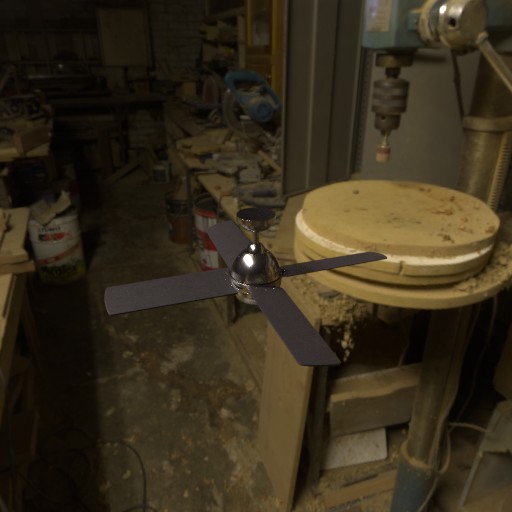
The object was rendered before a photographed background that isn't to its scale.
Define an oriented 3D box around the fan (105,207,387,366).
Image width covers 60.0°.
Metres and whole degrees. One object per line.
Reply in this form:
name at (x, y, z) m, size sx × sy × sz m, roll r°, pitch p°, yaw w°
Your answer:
fan at (0.000, 0.000, 1.998) m, size 1.332 × 0.403 × 1.332 m, roll -9°, pitch 28°, yaw -17°
